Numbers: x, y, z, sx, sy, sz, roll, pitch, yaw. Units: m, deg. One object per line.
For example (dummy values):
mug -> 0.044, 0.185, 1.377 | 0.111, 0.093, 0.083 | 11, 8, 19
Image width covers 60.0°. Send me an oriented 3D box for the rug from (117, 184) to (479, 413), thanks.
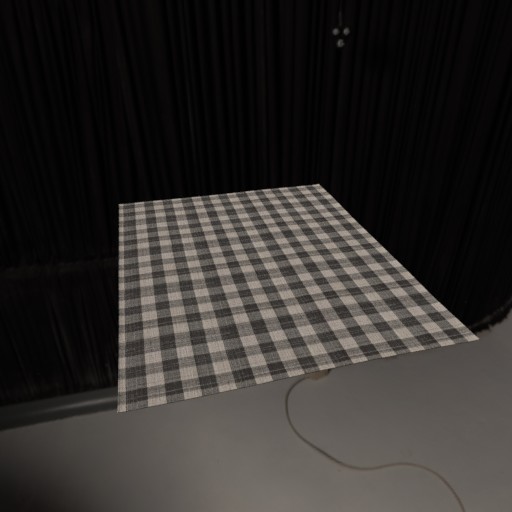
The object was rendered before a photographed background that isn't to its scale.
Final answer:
rug -> 0.000, 0.000, 4.058 | 2.432, 0.013, 3.021 | -8, 31, -13
